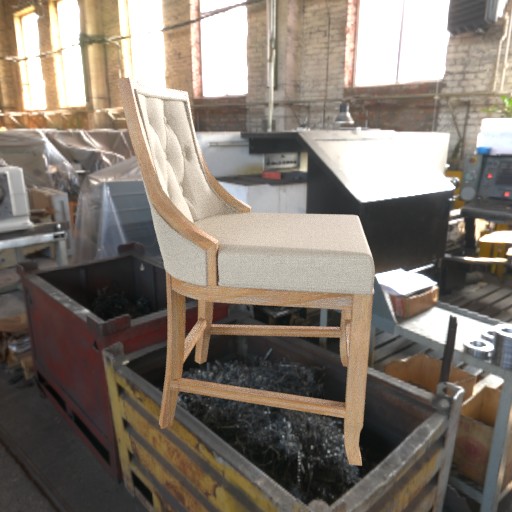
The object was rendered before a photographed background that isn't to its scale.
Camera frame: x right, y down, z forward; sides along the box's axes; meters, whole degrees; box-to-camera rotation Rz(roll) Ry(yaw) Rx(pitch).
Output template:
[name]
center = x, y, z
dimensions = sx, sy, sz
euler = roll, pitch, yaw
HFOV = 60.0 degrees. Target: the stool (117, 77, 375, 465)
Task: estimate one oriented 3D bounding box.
[stool]
center = 0.000, 0.000, 1.291
dimensions = 0.626, 0.938, 0.524
euler = 2, 16, 9
